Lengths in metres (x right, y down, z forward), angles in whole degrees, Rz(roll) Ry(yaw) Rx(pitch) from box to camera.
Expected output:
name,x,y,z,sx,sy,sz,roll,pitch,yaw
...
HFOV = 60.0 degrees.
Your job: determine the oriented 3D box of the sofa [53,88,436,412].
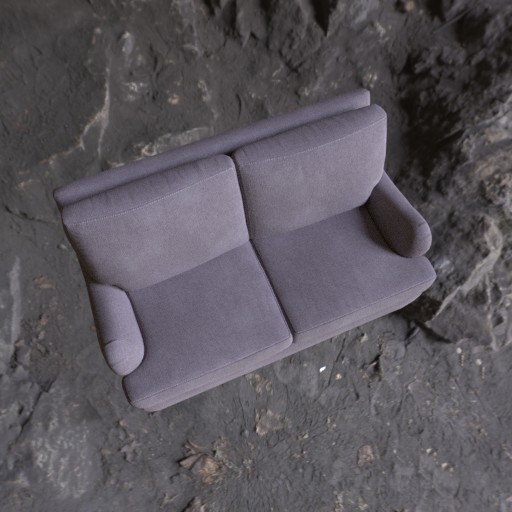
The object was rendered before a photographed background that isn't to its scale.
name,x,y,z,sx,sy,sz,roll,pitch,yaw
sofa,0.000,0.000,2.544,1.853,1.101,1.084,-21,66,-10
